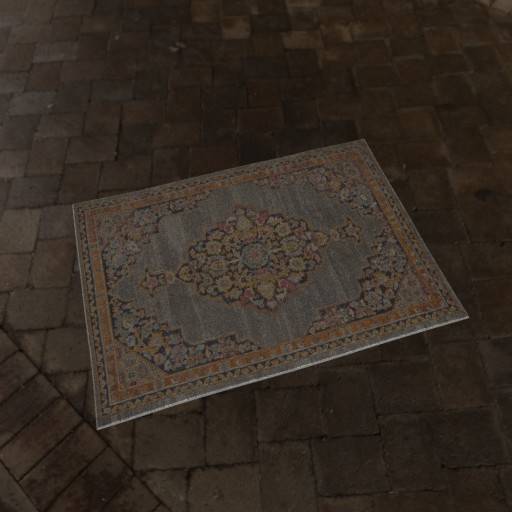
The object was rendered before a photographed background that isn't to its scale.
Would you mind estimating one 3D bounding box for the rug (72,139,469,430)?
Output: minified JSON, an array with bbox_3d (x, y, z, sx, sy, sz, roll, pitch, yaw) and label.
[{"bbox_3d":[0.000,0.000,3.766,2.901,0.026,2.043,-14,60,-9],"label":"rug"}]
